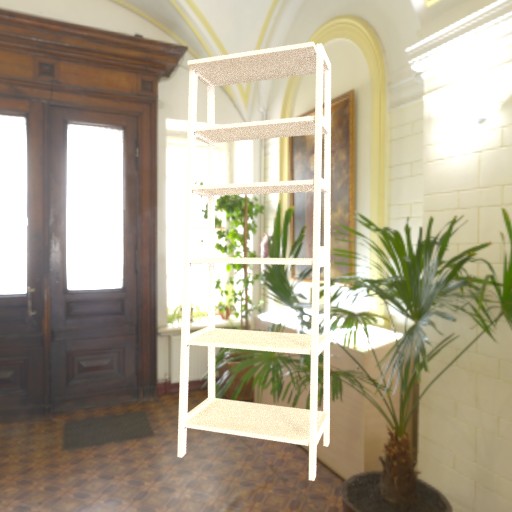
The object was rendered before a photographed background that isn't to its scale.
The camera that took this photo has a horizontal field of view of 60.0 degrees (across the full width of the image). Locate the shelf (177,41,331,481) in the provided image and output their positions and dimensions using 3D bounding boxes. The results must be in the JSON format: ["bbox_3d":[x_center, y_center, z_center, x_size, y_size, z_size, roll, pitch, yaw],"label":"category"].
[{"bbox_3d":[0.000,0.000,2.142,0.660,1.892,0.381,0,1,19],"label":"shelf"}]
